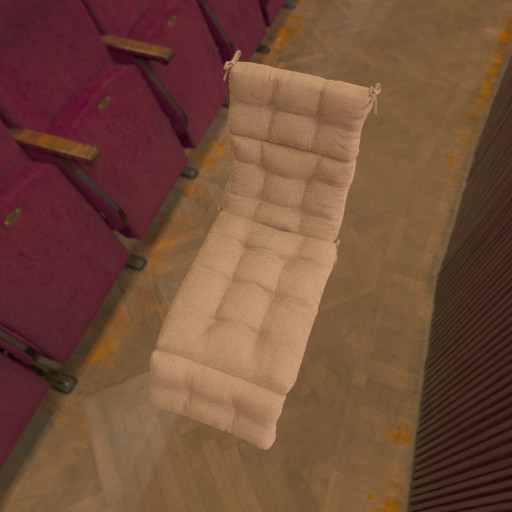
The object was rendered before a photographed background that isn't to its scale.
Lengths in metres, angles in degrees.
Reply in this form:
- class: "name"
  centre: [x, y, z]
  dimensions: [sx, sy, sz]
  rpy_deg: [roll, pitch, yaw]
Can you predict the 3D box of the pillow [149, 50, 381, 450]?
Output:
- class: "pillow"
  centre: [0.000, 0.000, 1.524]
  dimensions: [0.526, 0.863, 1.016]
  rpy_deg: [17, 58, 11]
